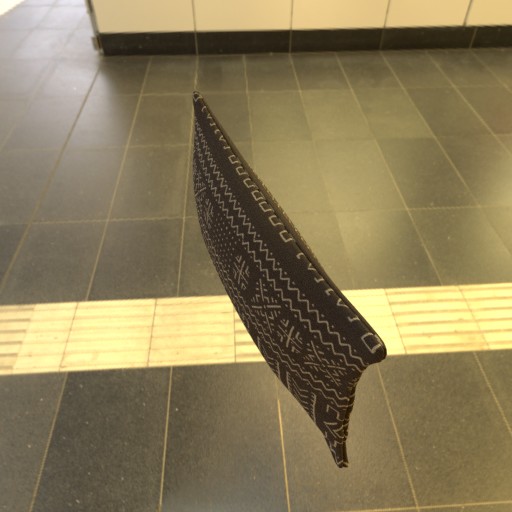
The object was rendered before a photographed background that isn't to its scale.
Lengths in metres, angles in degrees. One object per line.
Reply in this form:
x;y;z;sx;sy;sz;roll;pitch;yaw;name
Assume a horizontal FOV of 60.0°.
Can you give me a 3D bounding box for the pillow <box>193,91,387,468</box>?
0.000;0.000;0.780;0.135;0.322;0.667;-17;48;-16;pillow
